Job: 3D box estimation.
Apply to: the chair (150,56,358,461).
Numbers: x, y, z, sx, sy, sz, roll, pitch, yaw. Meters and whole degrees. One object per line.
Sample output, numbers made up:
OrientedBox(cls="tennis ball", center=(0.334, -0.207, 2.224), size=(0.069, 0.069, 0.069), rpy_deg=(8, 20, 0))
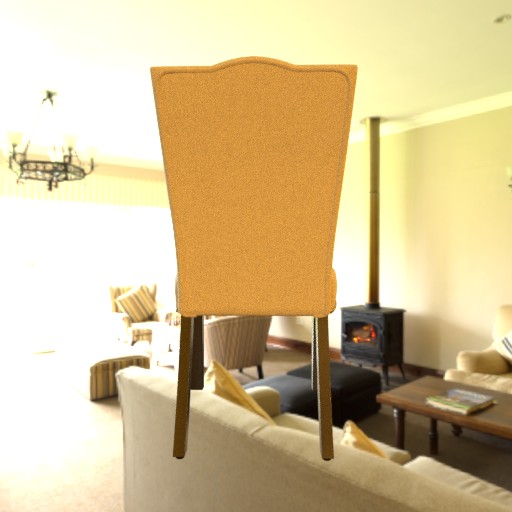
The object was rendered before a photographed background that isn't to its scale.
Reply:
OrientedBox(cls="chair", center=(0.000, 0.000, 1.311), size=(0.518, 0.946, 0.589), rpy_deg=(0, 0, 1))
